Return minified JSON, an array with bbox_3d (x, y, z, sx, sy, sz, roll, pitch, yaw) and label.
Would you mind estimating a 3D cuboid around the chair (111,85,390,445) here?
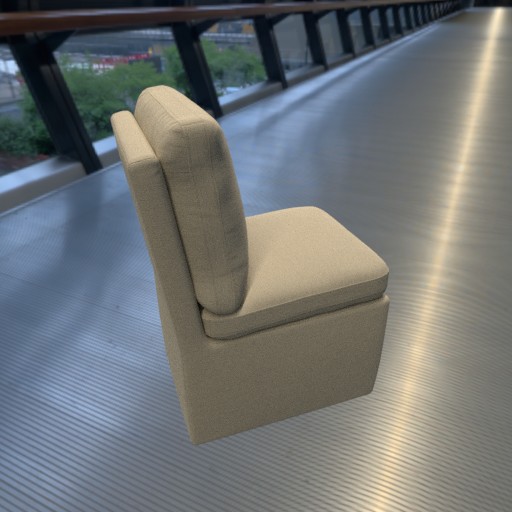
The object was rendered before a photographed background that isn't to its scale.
[{"bbox_3d":[0.000,0.000,1.332,0.698,0.927,0.503,-10,31,-17],"label":"chair"}]
